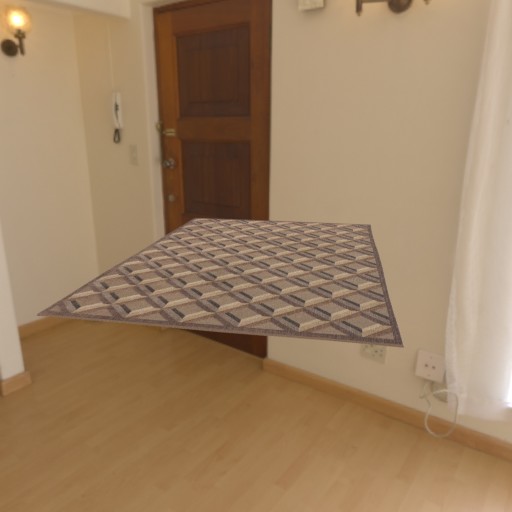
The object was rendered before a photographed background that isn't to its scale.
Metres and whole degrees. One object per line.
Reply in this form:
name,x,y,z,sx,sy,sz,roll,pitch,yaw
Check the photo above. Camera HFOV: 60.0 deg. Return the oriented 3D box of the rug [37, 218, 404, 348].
rug,0.000,0.000,2.922,1.600,0.013,2.260,3,16,10
